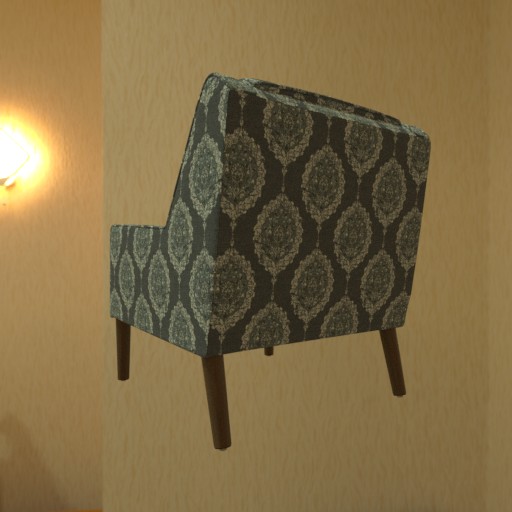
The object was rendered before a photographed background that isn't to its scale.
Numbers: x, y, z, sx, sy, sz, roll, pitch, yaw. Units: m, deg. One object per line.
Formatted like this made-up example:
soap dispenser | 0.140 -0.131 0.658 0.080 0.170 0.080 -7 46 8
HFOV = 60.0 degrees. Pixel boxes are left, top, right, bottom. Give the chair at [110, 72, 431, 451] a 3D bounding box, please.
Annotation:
chair | 0.000 0.000 1.316 0.663 0.792 0.743 0 1 -35
